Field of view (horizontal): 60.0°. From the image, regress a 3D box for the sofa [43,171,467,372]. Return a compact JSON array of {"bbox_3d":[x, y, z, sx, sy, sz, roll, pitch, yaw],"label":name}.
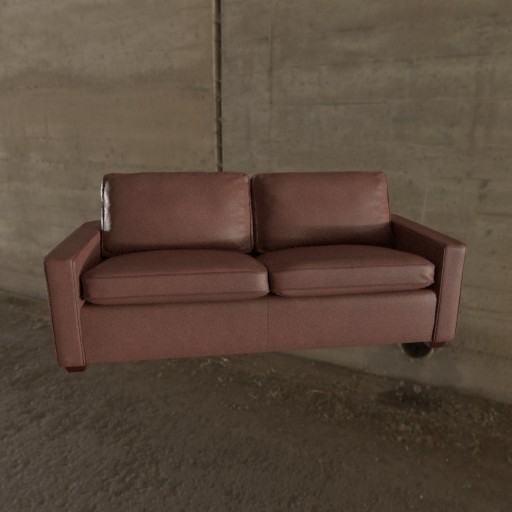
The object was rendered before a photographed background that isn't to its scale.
[{"bbox_3d":[0.000,0.000,2.559,2.080,0.919,0.940,-2,16,-7],"label":"sofa"}]
